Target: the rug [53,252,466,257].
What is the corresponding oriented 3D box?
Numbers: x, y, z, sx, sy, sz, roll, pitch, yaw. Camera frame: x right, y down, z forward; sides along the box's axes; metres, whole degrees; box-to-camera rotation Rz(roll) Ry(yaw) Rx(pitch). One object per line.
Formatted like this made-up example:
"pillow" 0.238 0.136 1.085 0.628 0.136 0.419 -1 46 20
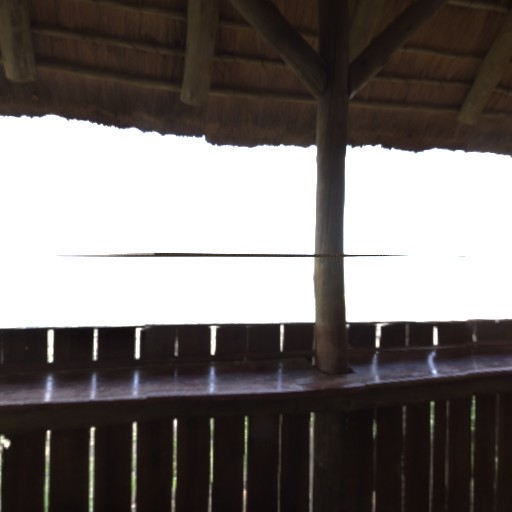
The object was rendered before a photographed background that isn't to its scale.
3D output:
"rug" 0.000 0.000 4.163 3.055 0.021 2.410 0 0 -36
